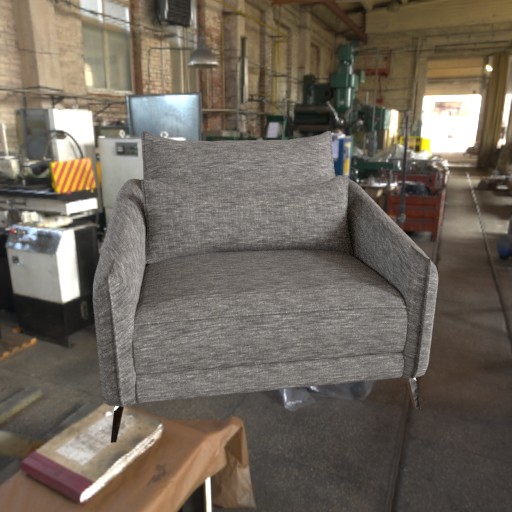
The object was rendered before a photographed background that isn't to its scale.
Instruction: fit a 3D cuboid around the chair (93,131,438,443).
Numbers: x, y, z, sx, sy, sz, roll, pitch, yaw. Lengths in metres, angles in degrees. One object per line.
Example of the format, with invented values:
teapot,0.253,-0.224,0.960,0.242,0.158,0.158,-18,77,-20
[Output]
chair,0.000,0.000,1.545,1.004,0.842,0.805,-3,16,-9
